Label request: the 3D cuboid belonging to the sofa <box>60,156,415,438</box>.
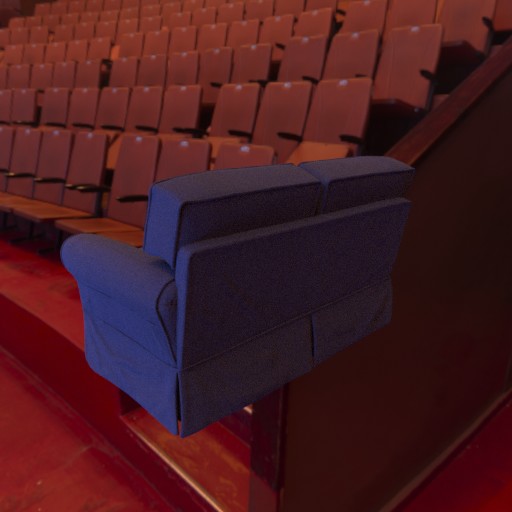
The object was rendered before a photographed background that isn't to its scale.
[{"bbox_3d":[0.000,0.000,2.449,1.801,1.059,0.997,-15,23,-41],"label":"sofa"}]
